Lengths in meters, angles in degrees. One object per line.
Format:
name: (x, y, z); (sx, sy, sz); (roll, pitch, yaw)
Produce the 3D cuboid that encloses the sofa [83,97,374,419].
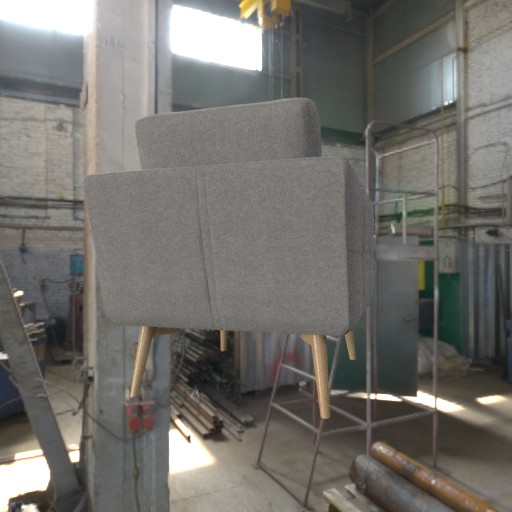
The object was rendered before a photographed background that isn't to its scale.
sofa: (0.000, 0.000, 1.559); (0.770, 0.860, 0.920); (0, -1, 18)
